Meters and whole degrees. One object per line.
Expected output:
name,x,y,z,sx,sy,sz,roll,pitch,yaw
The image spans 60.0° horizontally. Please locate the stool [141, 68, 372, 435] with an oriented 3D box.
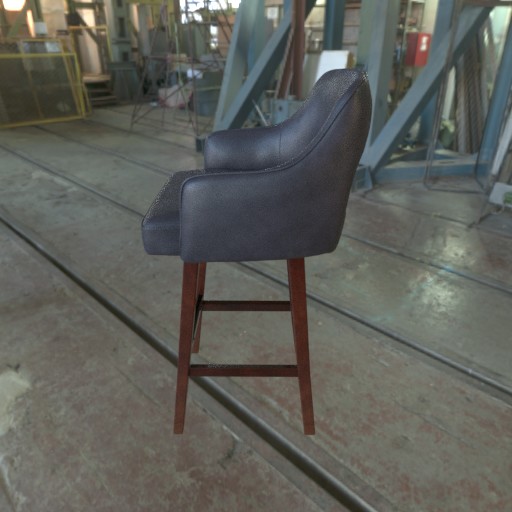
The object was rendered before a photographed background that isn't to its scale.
stool,0.000,0.000,1.340,0.560,1.041,0.550,0,26,0
